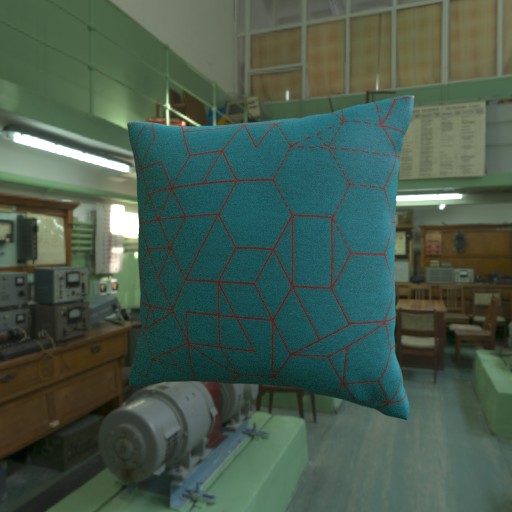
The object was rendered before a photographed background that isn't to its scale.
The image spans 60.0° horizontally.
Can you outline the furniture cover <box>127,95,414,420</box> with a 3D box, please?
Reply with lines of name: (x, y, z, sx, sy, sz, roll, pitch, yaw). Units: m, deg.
furniture cover: (0.000, 0.000, 0.774, 0.517, 0.508, 0.158, 0, 1, 18)
